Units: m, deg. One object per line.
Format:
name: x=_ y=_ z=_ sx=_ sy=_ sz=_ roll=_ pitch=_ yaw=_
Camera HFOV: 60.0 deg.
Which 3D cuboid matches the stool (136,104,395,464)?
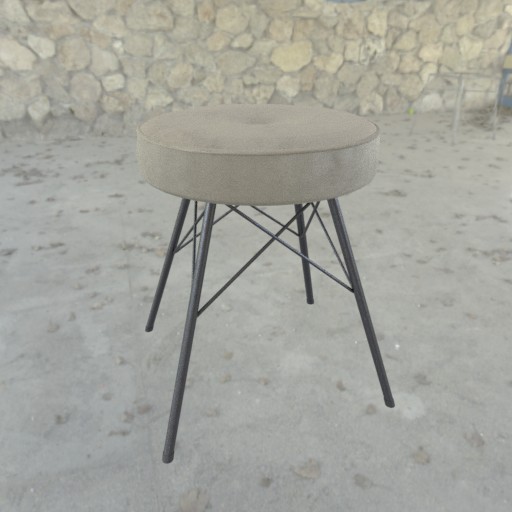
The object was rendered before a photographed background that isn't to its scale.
stool: x=0.000 y=0.000 z=0.874 sx=0.457 sy=0.538 sz=0.423 roll=-8 pitch=27 yaw=-15
